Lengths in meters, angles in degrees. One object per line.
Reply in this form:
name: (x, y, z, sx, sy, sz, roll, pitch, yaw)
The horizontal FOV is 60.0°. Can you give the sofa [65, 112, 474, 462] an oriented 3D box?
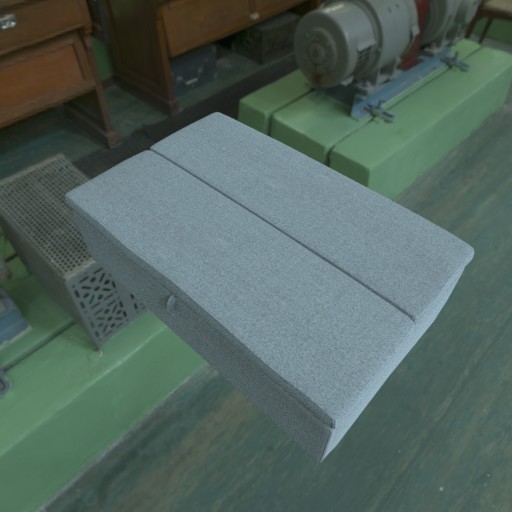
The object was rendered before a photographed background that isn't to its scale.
sofa: (0.000, 0.000, 1.672, 1.250, 0.434, 0.817, 35, 57, 27)
